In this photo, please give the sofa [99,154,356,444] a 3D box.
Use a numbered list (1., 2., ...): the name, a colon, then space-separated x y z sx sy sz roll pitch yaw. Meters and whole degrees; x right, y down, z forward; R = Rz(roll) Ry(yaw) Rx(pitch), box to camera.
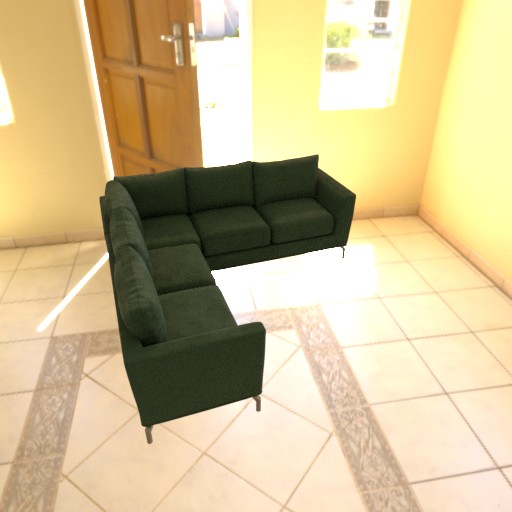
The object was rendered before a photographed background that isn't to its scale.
1. sofa: 0.000 0.000 3.914 2.452 1.004 2.468 -11 33 -17
